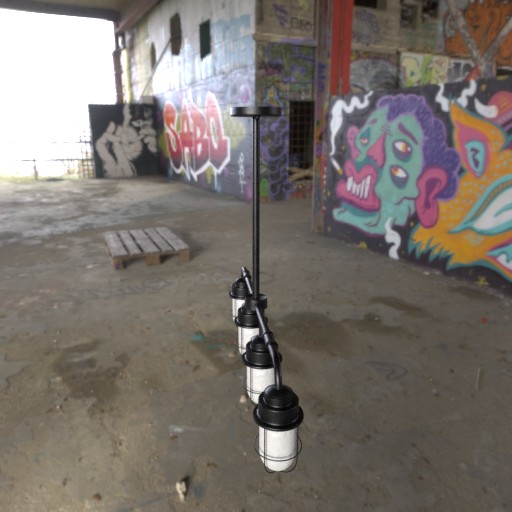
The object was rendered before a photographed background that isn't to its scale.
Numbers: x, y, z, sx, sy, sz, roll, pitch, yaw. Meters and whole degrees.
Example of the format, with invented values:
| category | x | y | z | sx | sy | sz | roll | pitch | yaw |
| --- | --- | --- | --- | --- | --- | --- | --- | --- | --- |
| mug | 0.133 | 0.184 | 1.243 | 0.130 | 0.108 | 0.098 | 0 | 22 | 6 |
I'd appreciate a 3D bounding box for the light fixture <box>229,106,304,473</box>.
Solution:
| category | x | y | z | sx | sy | sz | roll | pitch | yaw |
| --- | --- | --- | --- | --- | --- | --- | --- | --- | --- |
| light fixture | 0.000 | 0.000 | 1.237 | 0.131 | 0.785 | 0.852 | -2 | 16 | -7 |
